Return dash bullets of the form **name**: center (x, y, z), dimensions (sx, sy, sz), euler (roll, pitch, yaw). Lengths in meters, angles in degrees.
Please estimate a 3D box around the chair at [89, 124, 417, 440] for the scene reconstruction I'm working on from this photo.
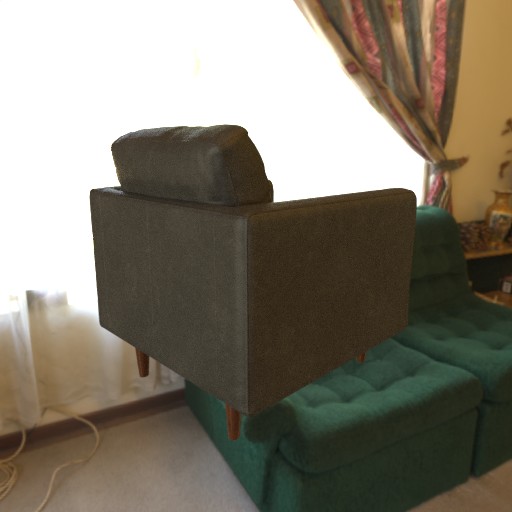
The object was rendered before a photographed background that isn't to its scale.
- **chair**: center (0.000, 0.000, 1.618), dimensions (0.879, 0.898, 0.831), euler (-14, 20, -43)
